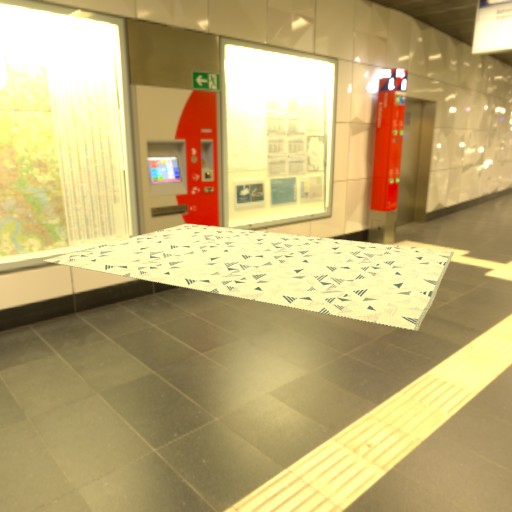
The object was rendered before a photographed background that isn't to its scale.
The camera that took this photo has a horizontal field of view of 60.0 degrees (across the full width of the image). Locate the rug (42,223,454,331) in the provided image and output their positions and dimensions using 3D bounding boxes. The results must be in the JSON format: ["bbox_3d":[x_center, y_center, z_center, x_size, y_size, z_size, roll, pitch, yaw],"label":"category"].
[{"bbox_3d":[0.000,0.000,2.343,1.835,0.003,1.206,8,16,27],"label":"rug"}]
